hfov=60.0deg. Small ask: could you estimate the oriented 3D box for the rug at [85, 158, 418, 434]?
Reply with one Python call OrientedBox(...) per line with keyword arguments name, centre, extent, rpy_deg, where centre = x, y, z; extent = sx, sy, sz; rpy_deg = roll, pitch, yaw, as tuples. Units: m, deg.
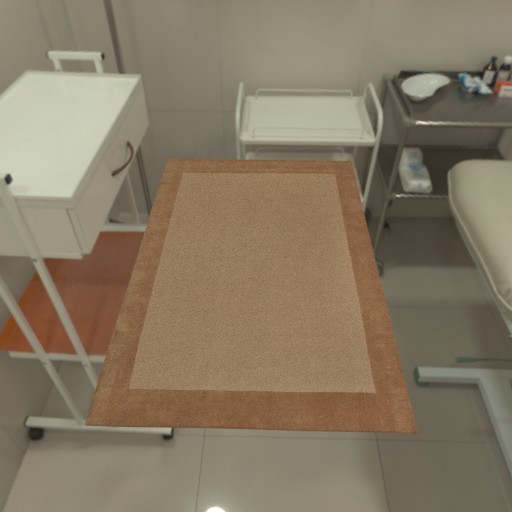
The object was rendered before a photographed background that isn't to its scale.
OrientedBox(name="rug", centre=(0.000, 0.000, 2.277), extent=(1.219, 0.014, 1.829), rpy_deg=(1, 44, 1))
